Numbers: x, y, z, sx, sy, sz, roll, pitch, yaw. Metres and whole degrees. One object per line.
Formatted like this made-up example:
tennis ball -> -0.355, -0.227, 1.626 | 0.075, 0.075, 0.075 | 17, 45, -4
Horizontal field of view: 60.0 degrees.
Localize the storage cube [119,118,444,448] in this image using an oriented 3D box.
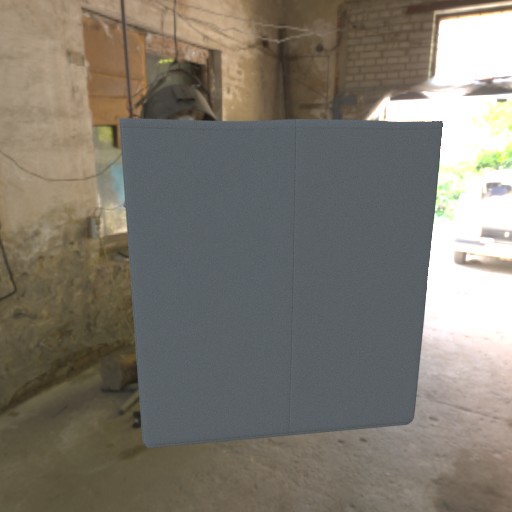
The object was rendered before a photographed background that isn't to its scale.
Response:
storage cube -> 0.000, 0.000, 0.495 | 0.270, 0.280, 0.270 | -2, 15, -8
